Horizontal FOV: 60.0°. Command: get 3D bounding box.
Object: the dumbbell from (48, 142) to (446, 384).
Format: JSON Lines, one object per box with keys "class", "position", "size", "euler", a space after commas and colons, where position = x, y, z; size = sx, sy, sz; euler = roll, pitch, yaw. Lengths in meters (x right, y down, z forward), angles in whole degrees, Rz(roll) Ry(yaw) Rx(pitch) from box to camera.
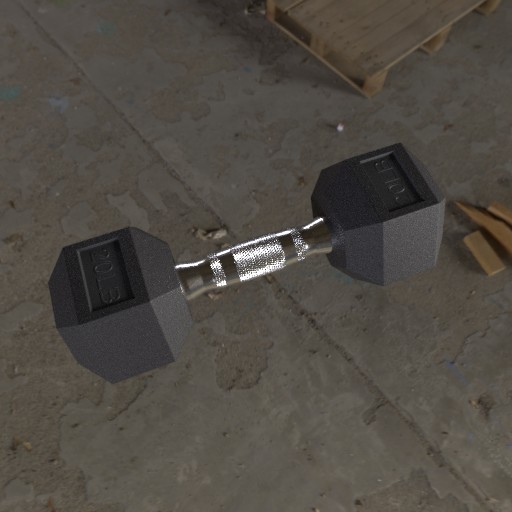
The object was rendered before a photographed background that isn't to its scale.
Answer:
{"class": "dumbbell", "position": [0.000, 0.000, 0.352], "size": [0.297, 0.101, 0.116], "euler": [-19, 66, -9]}
